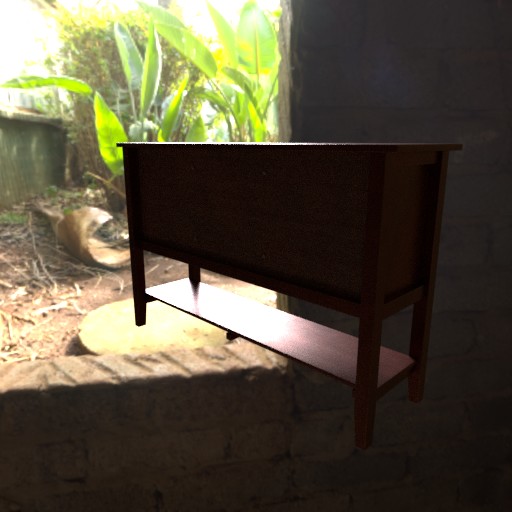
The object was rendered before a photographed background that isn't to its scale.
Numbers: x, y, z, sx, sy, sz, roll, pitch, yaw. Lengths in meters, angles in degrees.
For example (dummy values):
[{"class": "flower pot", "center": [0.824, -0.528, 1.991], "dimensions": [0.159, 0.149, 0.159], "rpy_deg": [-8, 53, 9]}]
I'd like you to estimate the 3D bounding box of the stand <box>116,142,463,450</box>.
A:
[{"class": "stand", "center": [0.000, 0.000, 1.766], "dimensions": [1.362, 0.872, 0.410], "rpy_deg": [14, 20, 43]}]
